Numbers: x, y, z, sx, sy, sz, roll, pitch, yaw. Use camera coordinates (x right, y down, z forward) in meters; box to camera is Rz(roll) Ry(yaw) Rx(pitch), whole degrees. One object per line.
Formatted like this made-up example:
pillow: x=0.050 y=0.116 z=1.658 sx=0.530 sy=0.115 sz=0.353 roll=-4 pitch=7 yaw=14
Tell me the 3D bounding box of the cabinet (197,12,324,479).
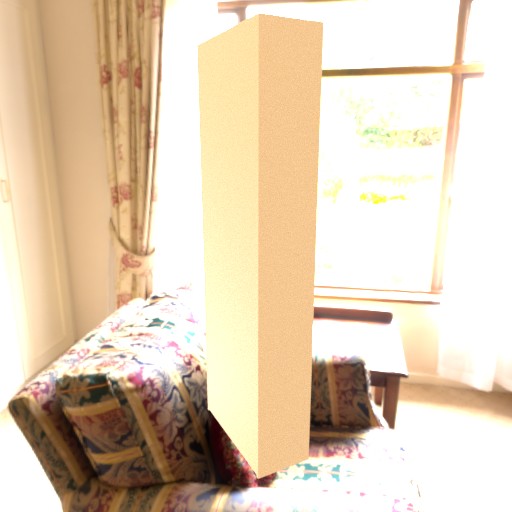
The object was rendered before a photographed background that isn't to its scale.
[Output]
cabinet: x=0.000 y=0.000 z=1.788 sx=0.255 sy=1.630 sz=0.520 roll=-8 pitch=16 yaw=-27
